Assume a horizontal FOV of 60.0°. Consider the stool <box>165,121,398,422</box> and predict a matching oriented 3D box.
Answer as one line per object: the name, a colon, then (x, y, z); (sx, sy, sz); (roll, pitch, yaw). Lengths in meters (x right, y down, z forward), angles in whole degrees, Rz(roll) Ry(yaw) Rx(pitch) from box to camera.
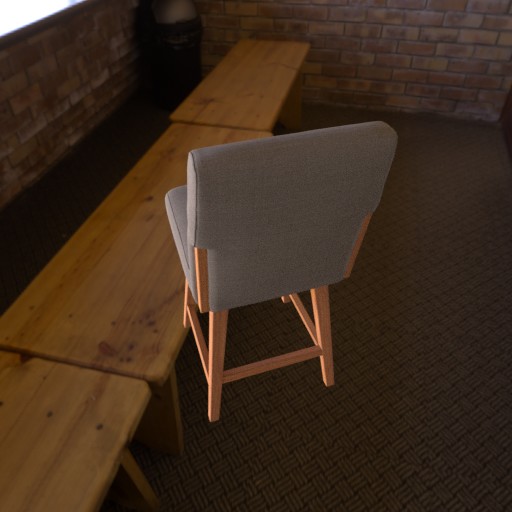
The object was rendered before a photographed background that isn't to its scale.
stool: (0.000, 0.000, 1.348); (0.459, 1.019, 0.570); (-12, 43, -14)
